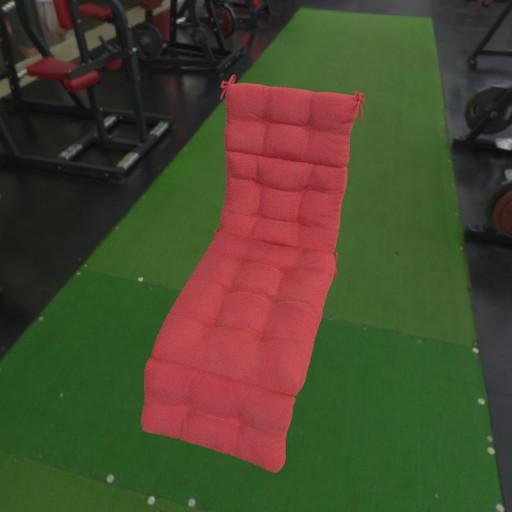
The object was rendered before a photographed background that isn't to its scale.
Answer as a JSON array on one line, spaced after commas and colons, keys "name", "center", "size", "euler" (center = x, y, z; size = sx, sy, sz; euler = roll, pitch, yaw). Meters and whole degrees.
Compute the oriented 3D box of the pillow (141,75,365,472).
[{"name": "pillow", "center": [0.000, 0.000, 1.503], "size": [0.526, 0.863, 1.016], "euler": [11, 42, 13]}]
